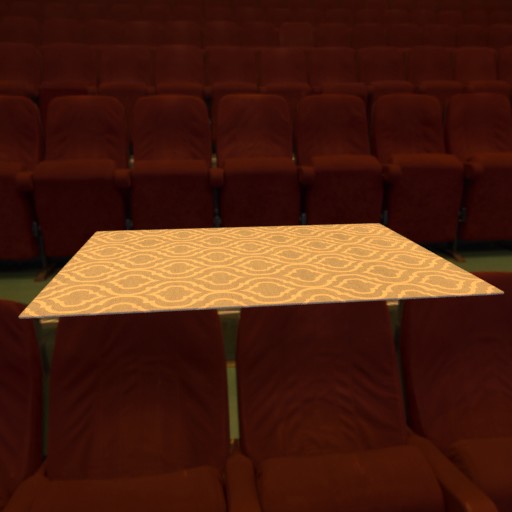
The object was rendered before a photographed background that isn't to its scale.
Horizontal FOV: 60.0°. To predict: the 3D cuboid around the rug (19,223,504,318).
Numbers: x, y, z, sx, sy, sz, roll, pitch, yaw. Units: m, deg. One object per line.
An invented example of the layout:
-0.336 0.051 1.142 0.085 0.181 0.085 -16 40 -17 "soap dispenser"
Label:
0.000 0.000 2.561 2.080 0.010 1.451 -2 17 -7 "rug"
